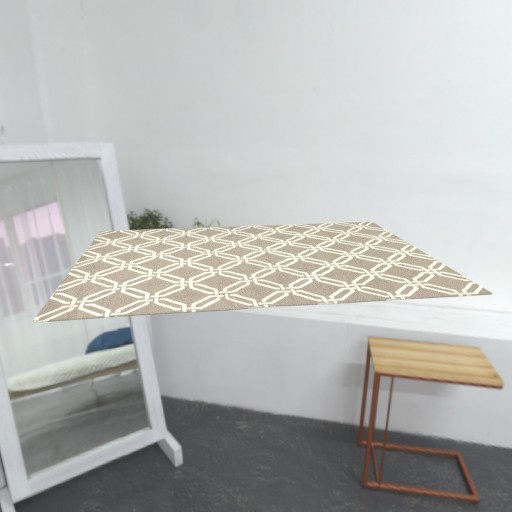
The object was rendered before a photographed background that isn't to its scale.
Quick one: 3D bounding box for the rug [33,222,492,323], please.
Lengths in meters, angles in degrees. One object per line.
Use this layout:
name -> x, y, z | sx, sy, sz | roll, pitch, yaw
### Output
rug -> 0.000, 0.000, 4.383 | 3.419, 0.020, 2.441 | -3, 18, -8
